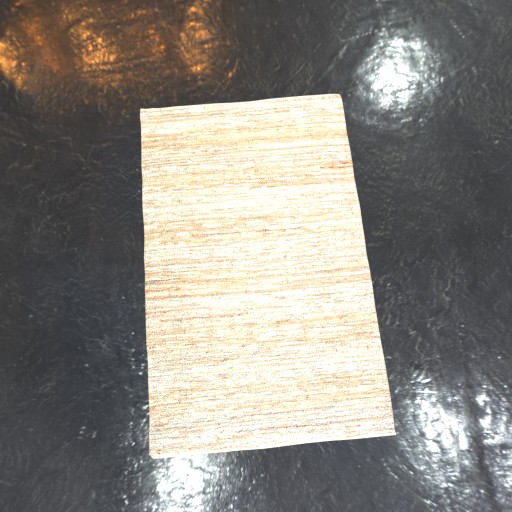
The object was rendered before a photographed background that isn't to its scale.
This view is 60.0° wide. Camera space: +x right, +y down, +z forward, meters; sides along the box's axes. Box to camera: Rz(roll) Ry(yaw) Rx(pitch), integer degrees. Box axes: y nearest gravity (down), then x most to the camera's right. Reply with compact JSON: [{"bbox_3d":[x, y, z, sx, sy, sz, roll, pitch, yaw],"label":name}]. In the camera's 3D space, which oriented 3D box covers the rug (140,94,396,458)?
[{"bbox_3d":[0.000,0.000,3.039,1.529,0.009,2.446,-5,75,-1],"label":"rug"}]
